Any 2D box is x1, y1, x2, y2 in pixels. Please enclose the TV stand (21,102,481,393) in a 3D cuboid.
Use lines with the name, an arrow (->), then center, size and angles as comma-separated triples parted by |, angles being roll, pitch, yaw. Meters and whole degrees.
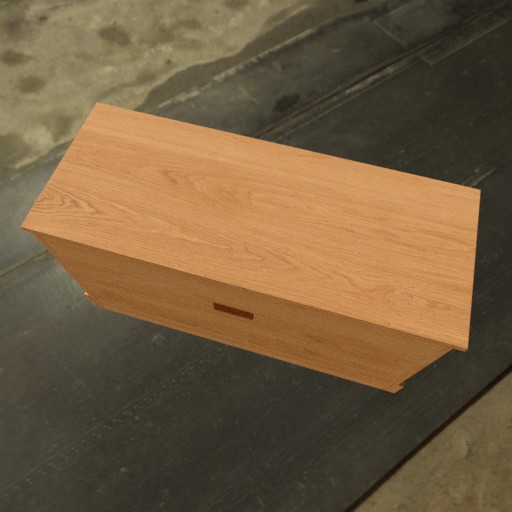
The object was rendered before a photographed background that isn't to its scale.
TV stand -> 0.000, 0.000, 1.360 | 1.080, 0.550, 0.440 | 15, 64, 7
